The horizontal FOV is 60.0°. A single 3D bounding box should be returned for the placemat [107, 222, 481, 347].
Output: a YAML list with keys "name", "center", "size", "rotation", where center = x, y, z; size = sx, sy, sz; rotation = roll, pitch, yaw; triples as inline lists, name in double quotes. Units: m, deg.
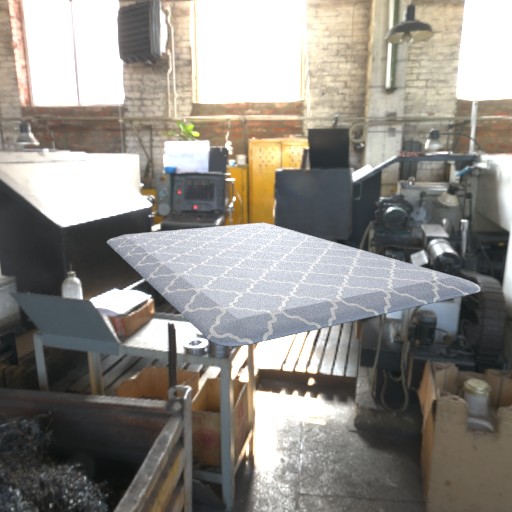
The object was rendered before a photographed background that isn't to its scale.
- name: "placemat"
  center: [0.000, 0.000, 0.970]
  size: [0.508, 0.021, 0.762]
  rotation: [-7, 15, -28]
